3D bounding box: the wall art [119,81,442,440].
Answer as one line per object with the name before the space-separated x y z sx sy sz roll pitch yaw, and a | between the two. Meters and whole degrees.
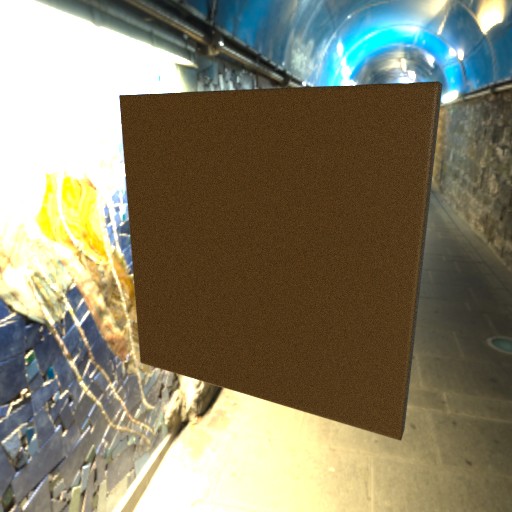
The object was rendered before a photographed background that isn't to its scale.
wall art | 0.000 0.000 1.830 1.287 1.288 0.078 8 18 26
